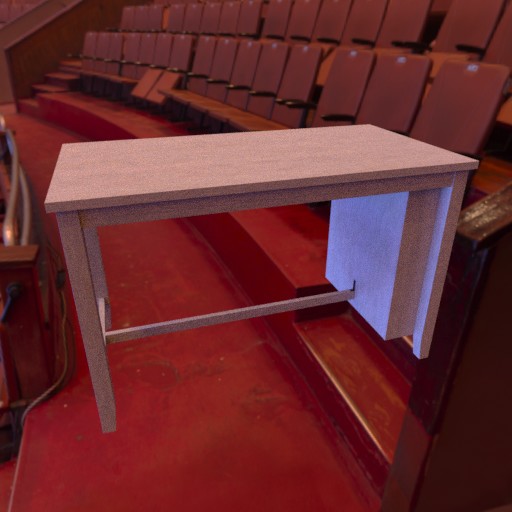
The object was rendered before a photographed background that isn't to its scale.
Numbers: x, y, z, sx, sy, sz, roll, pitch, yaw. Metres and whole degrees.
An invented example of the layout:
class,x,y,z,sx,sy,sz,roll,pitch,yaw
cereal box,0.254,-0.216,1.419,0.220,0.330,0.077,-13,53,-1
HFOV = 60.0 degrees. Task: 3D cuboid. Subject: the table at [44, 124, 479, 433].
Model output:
class,x,y,z,sx,sy,sz,roll,pitch,yaw
table,0.000,0.000,1.857,1.397,0.874,0.729,-8,28,-16
